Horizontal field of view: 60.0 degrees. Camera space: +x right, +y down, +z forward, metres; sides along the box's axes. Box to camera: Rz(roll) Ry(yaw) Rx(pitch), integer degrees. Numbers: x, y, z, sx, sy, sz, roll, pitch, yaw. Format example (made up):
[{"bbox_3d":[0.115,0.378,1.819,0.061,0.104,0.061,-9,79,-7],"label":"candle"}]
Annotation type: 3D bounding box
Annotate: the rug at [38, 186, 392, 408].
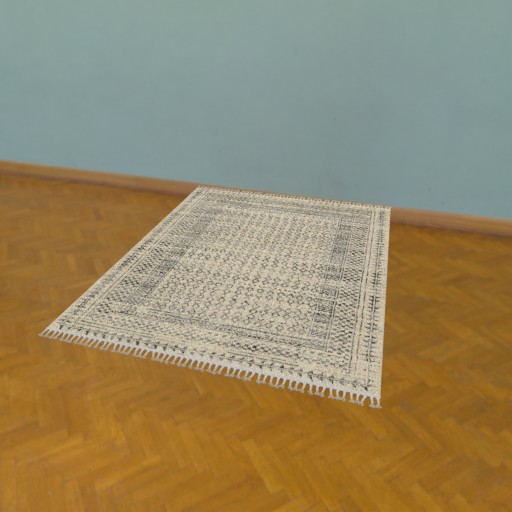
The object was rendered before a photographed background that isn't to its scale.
[{"bbox_3d":[0.000,0.000,3.992,2.312,0.013,2.940,8,31,14],"label":"rug"}]
